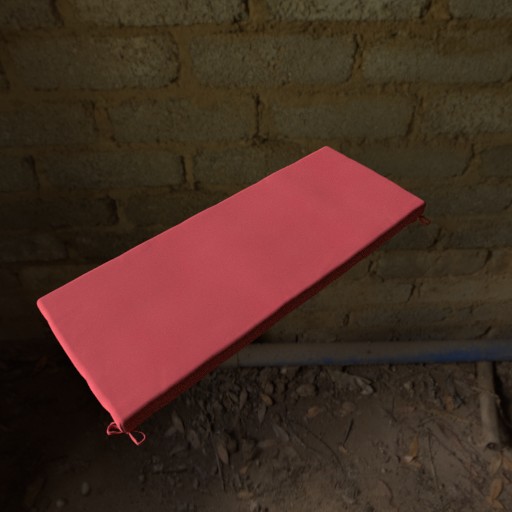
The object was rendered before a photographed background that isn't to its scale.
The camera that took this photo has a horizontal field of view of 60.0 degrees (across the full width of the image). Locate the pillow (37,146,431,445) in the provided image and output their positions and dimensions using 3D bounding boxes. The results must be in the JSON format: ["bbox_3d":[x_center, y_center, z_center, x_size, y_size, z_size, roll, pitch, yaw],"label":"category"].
[{"bbox_3d":[0.000,0.000,1.333,1.187,0.081,0.492,-32,54,-27],"label":"pillow"}]
